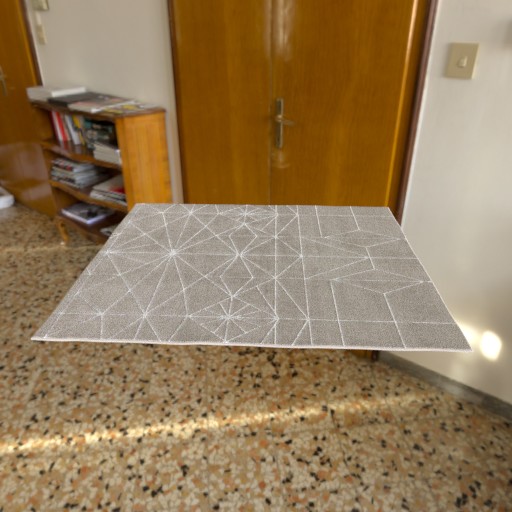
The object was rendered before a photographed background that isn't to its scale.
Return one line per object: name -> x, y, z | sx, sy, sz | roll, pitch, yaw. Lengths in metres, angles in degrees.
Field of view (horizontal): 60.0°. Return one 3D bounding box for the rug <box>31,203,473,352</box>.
rug -> 0.000, 0.000, 0.877 | 0.639, 0.006, 0.548 | 1, 28, 2
